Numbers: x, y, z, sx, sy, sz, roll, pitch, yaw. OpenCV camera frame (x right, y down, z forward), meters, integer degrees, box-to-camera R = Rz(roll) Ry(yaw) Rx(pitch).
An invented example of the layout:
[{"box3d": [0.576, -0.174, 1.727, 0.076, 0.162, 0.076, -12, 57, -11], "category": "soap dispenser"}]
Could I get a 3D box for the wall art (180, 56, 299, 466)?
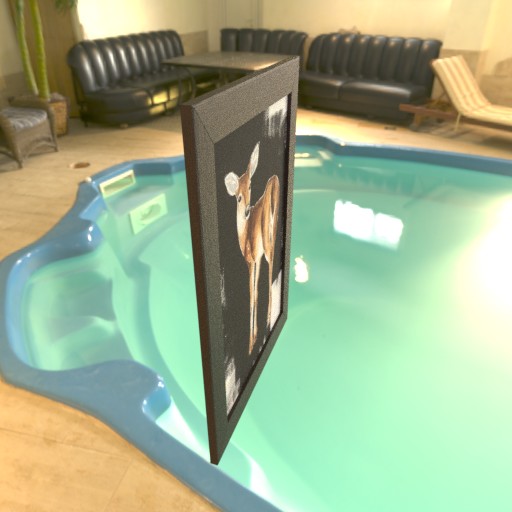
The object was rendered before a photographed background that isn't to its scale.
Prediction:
[{"box3d": [0.000, 0.000, 0.661, 0.013, 0.508, 0.359, 10, 32, 17], "category": "wall art"}]
